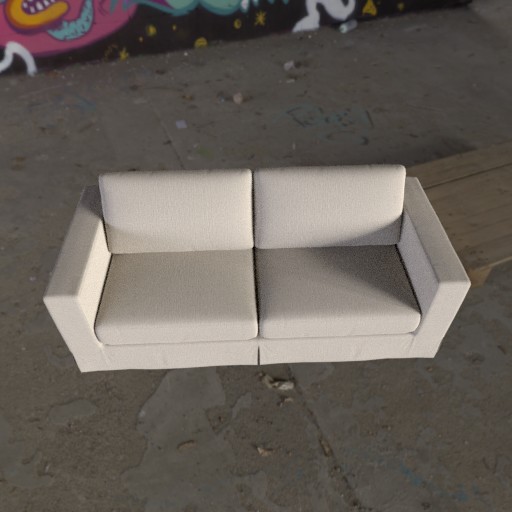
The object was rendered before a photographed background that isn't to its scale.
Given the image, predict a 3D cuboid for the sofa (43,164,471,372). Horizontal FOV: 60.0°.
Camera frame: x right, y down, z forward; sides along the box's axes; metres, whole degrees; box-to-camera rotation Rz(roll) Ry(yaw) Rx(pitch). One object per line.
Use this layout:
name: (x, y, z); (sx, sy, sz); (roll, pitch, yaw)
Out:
sofa: (0.000, 0.000, 2.662); (2.163, 0.881, 0.954); (-2, 45, -2)
